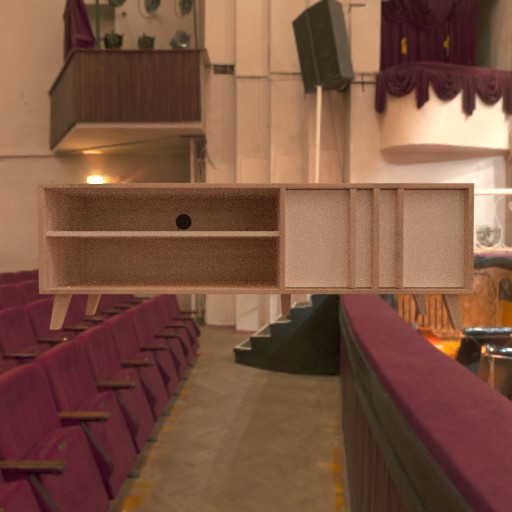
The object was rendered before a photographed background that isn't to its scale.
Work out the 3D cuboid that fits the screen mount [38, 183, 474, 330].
[{"bbox_3d":[0.000,0.000,1.728,1.500,0.510,0.400,0,1,0],"label":"screen mount"}]
